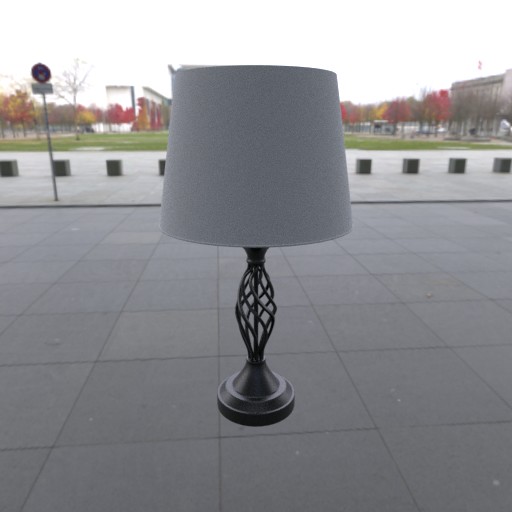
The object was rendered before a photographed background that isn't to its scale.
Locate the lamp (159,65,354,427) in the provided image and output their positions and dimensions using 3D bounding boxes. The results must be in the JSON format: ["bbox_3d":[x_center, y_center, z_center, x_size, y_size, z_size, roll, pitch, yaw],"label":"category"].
[{"bbox_3d":[0.000,0.000,0.784,0.331,0.594,0.331,0,16,0],"label":"lamp"}]
